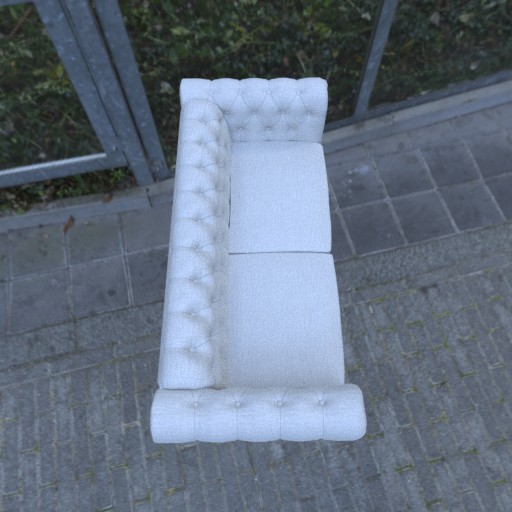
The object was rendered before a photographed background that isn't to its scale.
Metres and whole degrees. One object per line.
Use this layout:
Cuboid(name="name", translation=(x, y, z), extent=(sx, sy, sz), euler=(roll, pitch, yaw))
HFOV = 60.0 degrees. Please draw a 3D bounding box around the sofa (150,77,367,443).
Cuboid(name="sofa", translation=(0.000, 0.000, 2.268), extent=(0.783, 0.797, 1.798), euler=(-1, 63, 0))
